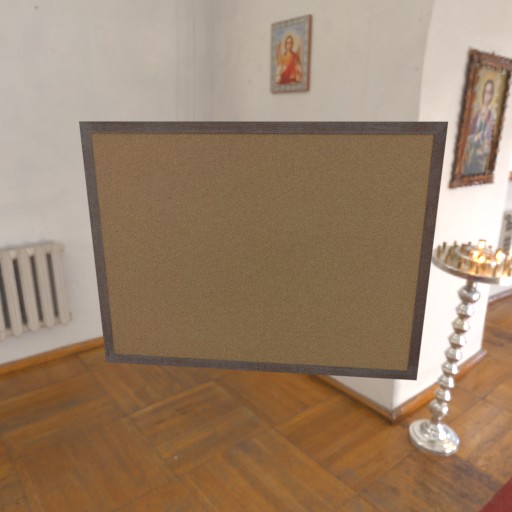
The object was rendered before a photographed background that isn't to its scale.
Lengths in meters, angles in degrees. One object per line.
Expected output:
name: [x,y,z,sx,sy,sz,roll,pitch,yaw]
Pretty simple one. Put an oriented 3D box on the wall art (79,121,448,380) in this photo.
wall art: [0.000,0.000,1.333,1.012,0.774,0.019,2,17,6]
